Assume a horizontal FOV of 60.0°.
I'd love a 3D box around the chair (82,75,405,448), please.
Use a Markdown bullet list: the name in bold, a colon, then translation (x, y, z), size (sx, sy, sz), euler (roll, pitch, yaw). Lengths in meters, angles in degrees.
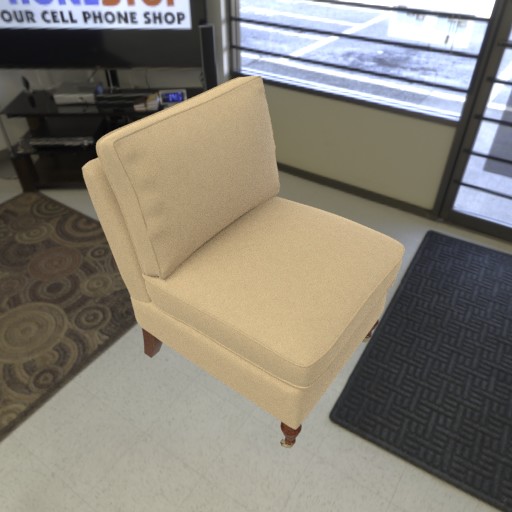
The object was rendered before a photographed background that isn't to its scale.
- **chair**: translation (0.000, 0.000, 1.657), size (0.912, 1.052, 0.724), euler (26, 46, 28)
